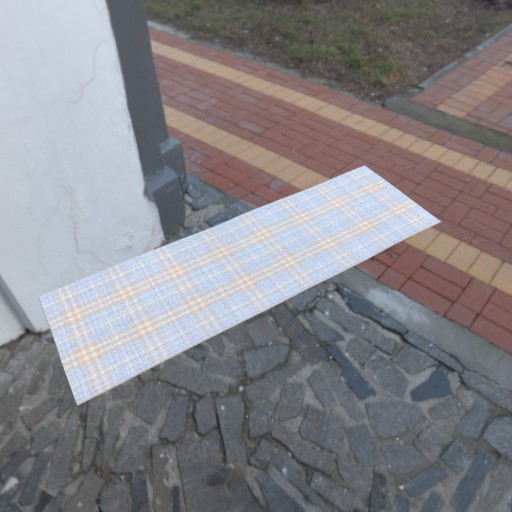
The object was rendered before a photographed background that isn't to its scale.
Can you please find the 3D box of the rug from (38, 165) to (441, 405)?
[{"bbox_3d":[0.000,0.000,2.737,2.439,0.013,0.762,-24,51,-21],"label":"rug"}]
